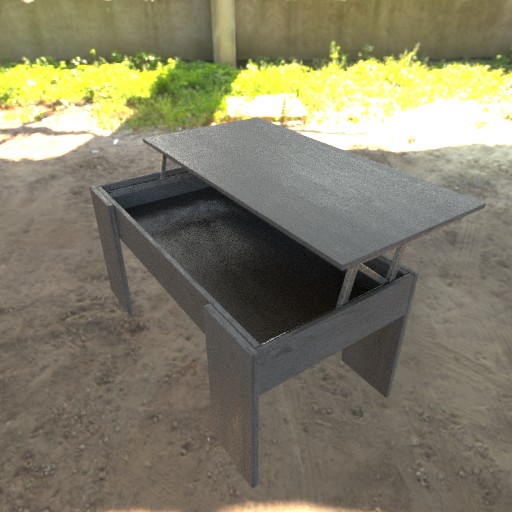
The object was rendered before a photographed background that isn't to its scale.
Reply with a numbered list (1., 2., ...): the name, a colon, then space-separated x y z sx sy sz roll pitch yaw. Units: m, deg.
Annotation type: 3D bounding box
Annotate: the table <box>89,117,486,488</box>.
1. table: 0.000 0.000 1.437 0.711 0.570 1.000 -20 37 -29
